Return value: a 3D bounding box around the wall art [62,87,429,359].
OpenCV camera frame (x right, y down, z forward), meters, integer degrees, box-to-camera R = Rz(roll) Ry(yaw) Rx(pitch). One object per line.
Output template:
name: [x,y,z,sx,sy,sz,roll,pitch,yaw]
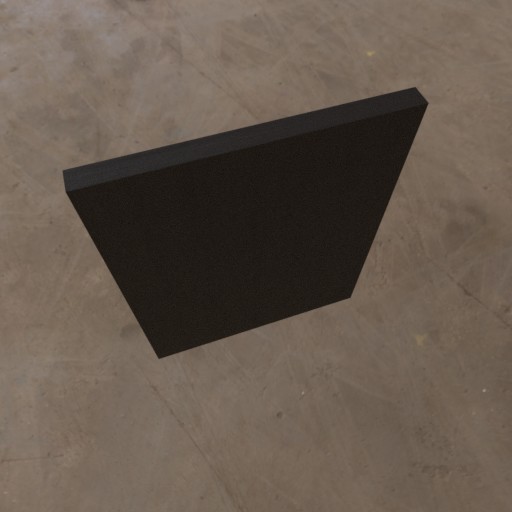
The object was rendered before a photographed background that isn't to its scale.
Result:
wall art: [0.000,0.000,0.770,0.455,0.552,0.034,-16,59,-10]
